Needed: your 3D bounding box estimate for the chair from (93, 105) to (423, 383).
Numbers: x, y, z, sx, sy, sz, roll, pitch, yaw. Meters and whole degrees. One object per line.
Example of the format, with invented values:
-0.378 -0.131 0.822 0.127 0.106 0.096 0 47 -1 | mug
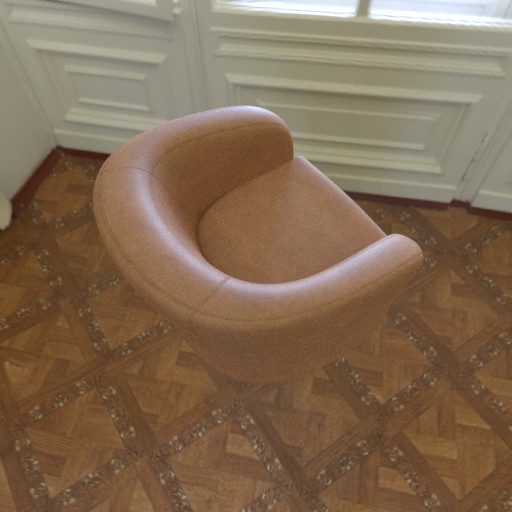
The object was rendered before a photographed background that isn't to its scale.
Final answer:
0.000 0.000 1.447 0.815 0.771 0.791 -30 62 -18 | chair
